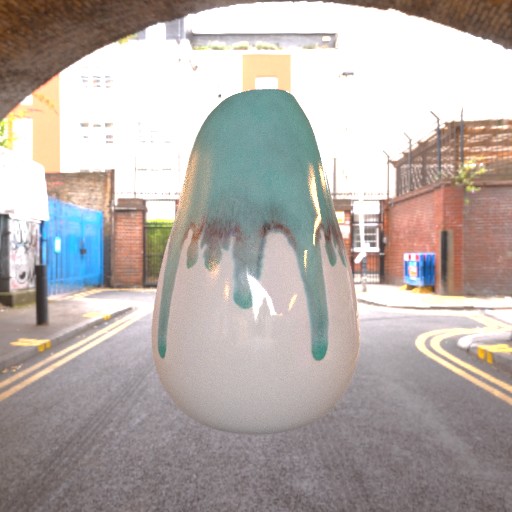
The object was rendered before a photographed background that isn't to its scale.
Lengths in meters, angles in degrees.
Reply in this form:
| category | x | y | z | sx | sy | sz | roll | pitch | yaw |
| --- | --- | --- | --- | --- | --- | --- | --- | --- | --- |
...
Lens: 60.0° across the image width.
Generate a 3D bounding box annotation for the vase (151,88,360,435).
| category | x | y | z | sx | sy | sz | roll | pitch | yaw |
| --- | --- | --- | --- | --- | --- | --- | --- | --- | --- |
| vase | 0.000 | 0.000 | 0.253 | 0.116 | 0.179 | 0.116 | 0 | 0 | 0 |
